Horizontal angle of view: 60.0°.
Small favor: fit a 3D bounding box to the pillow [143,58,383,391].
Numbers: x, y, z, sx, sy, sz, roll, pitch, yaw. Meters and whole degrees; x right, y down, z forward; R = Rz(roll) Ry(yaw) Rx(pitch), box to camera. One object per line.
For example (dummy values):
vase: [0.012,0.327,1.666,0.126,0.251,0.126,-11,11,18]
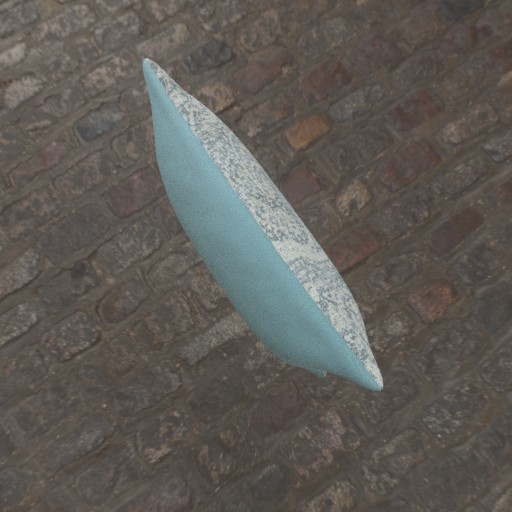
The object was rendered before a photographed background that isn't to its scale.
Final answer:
pillow: [0.000,0.000,0.795,0.166,0.507,0.526,-33,78,-8]
